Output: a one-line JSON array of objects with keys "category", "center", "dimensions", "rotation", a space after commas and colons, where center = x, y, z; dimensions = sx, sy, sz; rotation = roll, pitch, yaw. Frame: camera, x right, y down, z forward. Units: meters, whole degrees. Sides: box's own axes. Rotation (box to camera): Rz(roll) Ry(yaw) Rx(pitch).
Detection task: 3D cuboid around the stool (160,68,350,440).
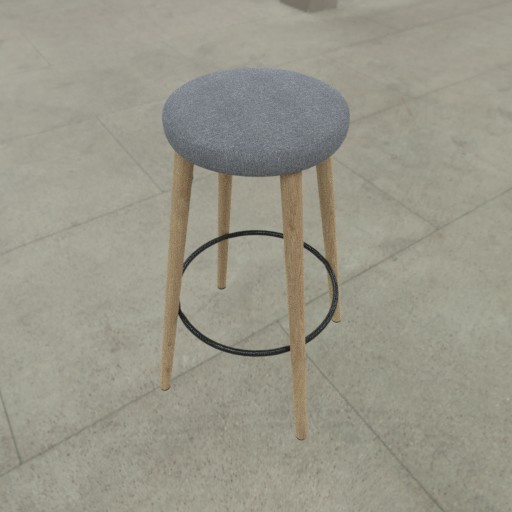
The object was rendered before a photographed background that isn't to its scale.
[{"category": "stool", "center": [0.000, 0.000, 1.008], "dimensions": [0.410, 0.770, 0.410], "rotation": [15, 47, 14]}]
